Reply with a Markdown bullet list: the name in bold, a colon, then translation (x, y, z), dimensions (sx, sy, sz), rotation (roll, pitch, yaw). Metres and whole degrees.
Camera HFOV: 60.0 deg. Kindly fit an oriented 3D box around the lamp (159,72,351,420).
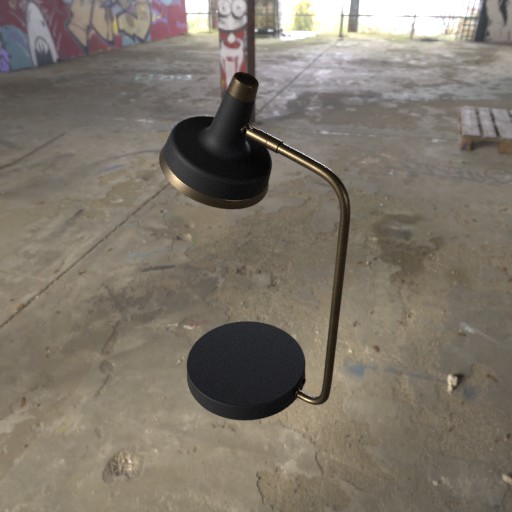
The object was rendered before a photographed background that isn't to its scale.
- **lamp**: translation (0.000, 0.000, 0.500), dimensions (0.218, 0.385, 0.162), rotation (21, 37, 30)
